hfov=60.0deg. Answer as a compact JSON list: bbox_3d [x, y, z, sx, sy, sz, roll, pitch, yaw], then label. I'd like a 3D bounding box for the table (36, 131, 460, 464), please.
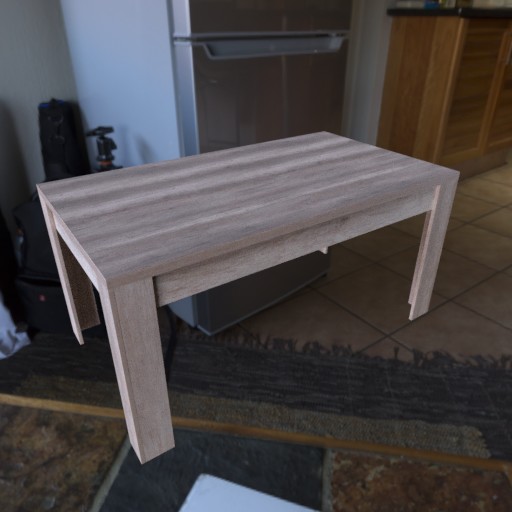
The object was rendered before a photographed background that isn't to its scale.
[{"bbox_3d":[0.000,0.000,2.104,1.600,0.775,0.900,-19,34,-30],"label":"table"}]
